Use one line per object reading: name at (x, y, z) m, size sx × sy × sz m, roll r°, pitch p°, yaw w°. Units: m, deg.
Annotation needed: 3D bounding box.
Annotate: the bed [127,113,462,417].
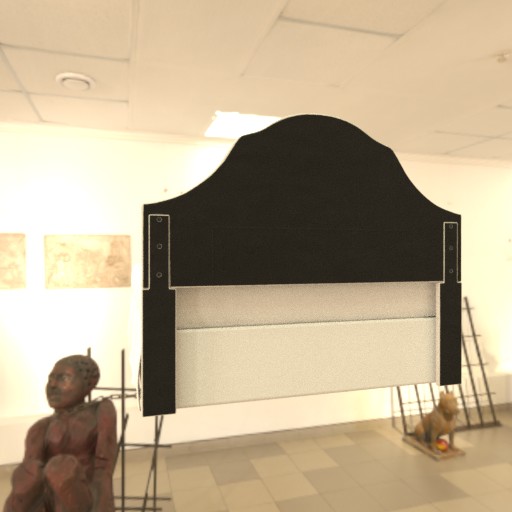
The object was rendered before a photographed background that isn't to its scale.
bed at (0.000, 0.000, 3.684) m, size 2.039 × 1.617 × 2.477 m, roll 0°, pitch 0°, yaw -17°
